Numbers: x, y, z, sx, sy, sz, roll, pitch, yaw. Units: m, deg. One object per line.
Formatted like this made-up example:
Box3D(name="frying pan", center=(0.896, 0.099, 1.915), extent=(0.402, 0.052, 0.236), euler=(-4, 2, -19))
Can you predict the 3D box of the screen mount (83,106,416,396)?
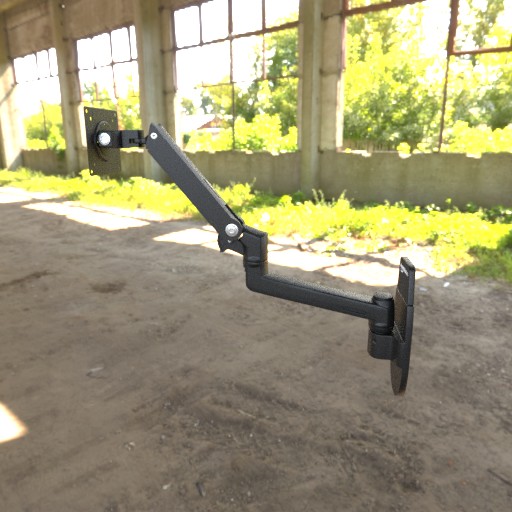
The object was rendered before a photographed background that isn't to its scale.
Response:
Box3D(name="screen mount", center=(0.000, 0.000, 0.731), extent=(0.495, 0.466, 0.115), euler=(2, 15, 7))
